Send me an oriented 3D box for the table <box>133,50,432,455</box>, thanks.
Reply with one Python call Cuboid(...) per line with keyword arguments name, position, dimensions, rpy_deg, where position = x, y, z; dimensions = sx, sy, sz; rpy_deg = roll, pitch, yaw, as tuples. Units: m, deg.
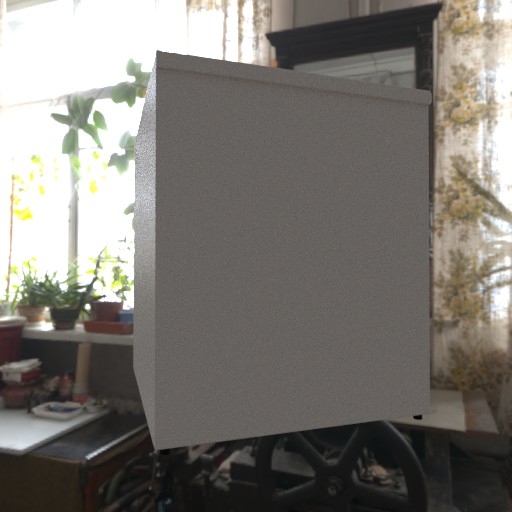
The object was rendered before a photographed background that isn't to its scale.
Cuboid(name="table", position=(0.000, 0.000, 0.758), dimensions=(0.380, 0.460, 0.420), rpy_deg=(0, -1, -19))
